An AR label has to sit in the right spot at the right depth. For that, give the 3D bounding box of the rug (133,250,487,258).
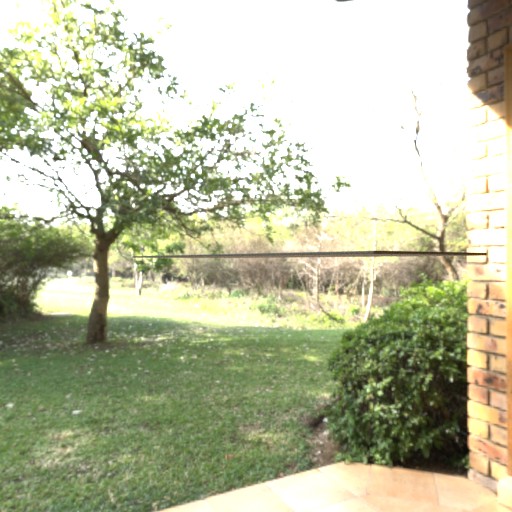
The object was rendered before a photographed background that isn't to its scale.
[{"bbox_3d":[0.000,0.000,2.524,0.661,0.013,2.297,0,-1,-34],"label":"rug"}]
